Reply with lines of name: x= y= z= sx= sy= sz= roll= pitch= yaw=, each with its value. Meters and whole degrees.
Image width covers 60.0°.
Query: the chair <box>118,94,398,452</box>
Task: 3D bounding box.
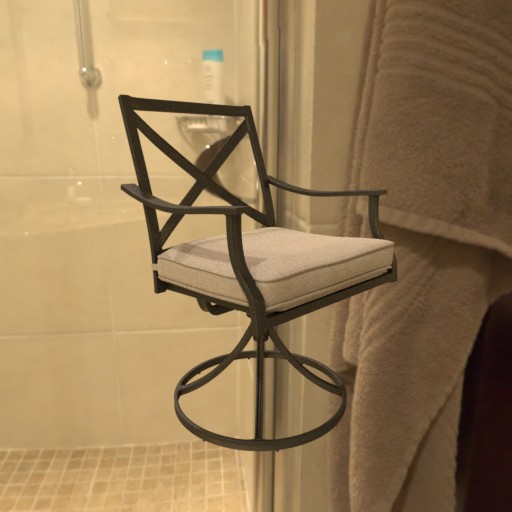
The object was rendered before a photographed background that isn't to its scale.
chair: x=0.000 y=0.000 z=1.278 sx=0.575 sy=0.889 sz=0.620 roll=-13 pitch=19 yaw=-42
